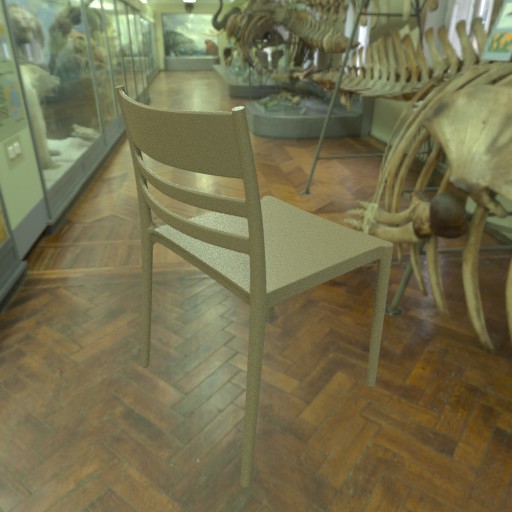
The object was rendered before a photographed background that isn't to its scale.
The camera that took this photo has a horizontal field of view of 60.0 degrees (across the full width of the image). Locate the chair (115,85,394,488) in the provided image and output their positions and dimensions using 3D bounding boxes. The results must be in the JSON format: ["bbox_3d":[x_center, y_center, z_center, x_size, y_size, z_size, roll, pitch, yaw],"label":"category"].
[{"bbox_3d":[0.000,0.000,1.121,0.511,0.800,0.531,-19,32,-34],"label":"chair"}]
